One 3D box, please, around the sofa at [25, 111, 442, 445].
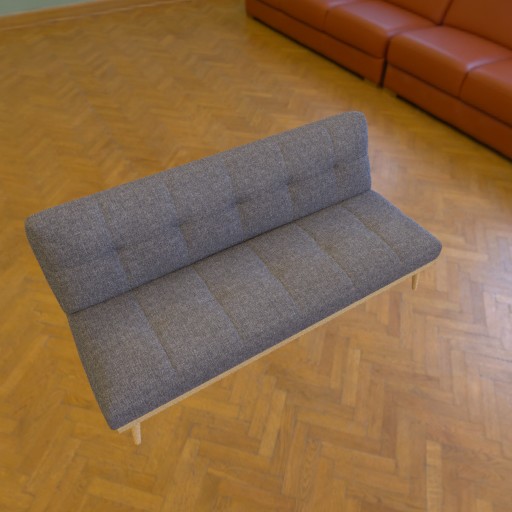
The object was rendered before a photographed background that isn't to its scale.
[{"bbox_3d":[0.000,0.000,2.182,1.820,0.770,0.820,-24,50,-22],"label":"sofa"}]
